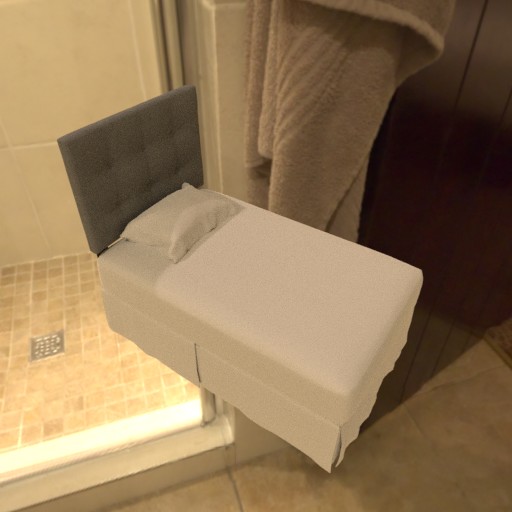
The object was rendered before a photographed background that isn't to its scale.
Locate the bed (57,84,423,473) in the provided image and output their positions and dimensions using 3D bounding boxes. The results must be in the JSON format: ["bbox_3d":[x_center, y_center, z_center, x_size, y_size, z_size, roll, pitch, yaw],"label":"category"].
[{"bbox_3d":[0.000,0.000,2.920,1.997,1.571,1.261,23,45,26],"label":"bed"}]
